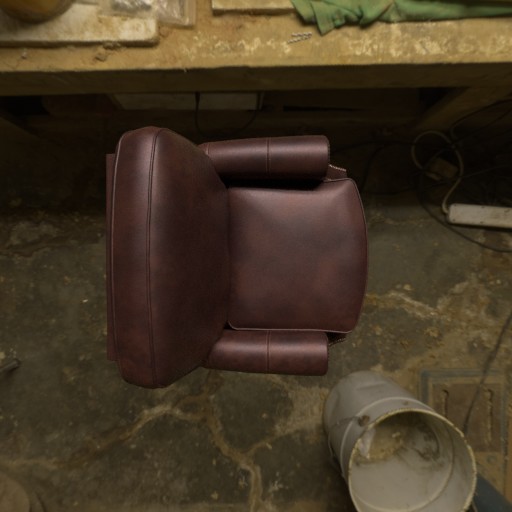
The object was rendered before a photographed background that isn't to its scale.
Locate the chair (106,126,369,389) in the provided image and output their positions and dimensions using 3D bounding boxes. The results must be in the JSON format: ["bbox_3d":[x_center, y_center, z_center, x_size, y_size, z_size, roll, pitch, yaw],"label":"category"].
[{"bbox_3d":[0.000,0.000,1.792,0.986,1.018,0.936,0,91,0],"label":"chair"}]
